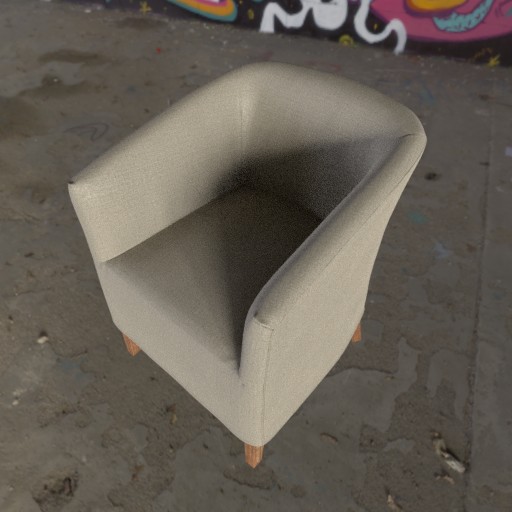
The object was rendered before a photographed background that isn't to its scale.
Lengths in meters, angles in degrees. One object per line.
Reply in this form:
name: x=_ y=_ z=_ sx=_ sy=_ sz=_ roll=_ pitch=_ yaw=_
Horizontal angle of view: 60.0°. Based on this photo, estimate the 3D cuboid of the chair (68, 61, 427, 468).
chair: x=0.000 y=0.000 z=1.199 sx=0.600 sy=0.771 sz=0.668 roll=33 pitch=54 yaw=27
